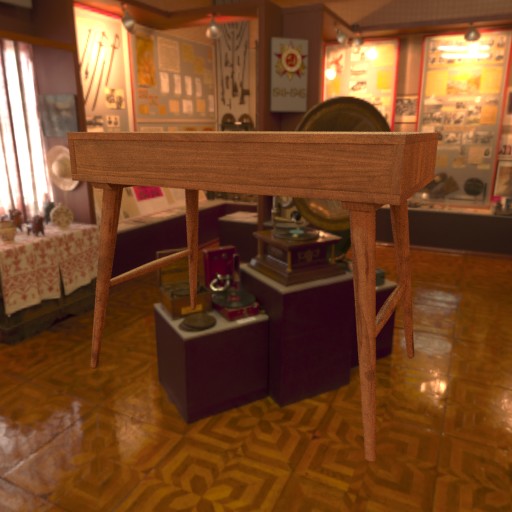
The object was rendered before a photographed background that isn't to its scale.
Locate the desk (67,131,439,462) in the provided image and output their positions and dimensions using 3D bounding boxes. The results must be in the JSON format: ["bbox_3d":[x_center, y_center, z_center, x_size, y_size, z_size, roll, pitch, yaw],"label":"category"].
[{"bbox_3d":[0.000,0.000,1.409,0.949,0.758,0.588,8,18,27],"label":"desk"}]
